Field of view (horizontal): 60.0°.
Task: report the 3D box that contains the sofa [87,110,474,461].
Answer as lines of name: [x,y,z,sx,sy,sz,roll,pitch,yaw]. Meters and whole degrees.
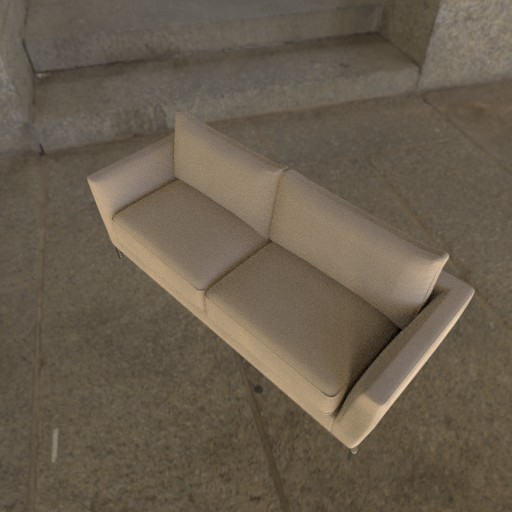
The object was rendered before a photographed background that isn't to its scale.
sofa: [0.000,0.000,2.674,2.214,1.005,0.868,35,56,28]
